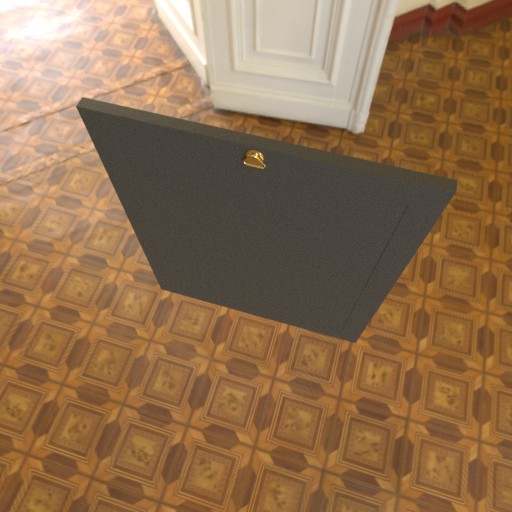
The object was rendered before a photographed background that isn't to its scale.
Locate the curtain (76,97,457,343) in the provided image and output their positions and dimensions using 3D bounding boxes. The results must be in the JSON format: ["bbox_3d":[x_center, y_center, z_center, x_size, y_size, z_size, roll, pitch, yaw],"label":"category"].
[{"bbox_3d":[0.000,0.000,0.802,0.483,0.585,0.027,15,63,8],"label":"curtain"}]
